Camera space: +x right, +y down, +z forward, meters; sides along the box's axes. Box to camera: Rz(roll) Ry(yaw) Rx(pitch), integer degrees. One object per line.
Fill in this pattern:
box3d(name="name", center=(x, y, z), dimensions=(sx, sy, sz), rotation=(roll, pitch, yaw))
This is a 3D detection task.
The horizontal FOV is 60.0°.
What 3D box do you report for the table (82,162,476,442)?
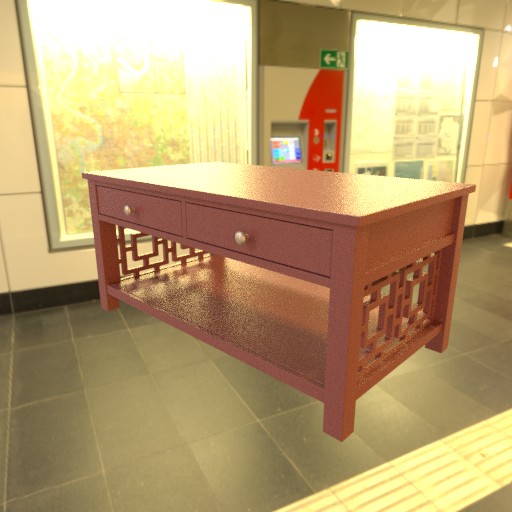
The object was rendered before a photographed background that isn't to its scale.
box3d(name="table", center=(0.000, 0.000, 1.414), dimensions=(1.068, 0.493, 0.612), rotation=(15, 23, 41))
